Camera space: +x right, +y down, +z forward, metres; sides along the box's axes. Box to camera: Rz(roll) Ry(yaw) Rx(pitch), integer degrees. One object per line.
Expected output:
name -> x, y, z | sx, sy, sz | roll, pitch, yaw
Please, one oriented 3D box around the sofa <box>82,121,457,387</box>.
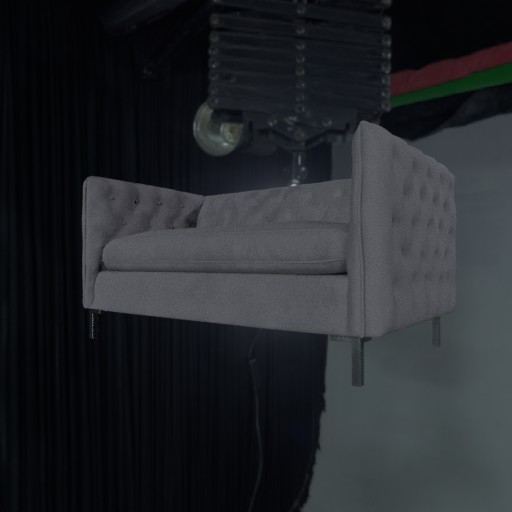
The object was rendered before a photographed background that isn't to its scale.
sofa -> 0.000, 0.000, 2.086 | 1.583, 0.810, 0.909 | -1, -1, 37
